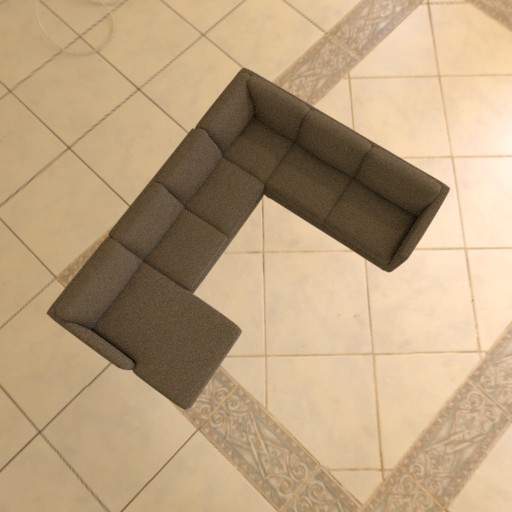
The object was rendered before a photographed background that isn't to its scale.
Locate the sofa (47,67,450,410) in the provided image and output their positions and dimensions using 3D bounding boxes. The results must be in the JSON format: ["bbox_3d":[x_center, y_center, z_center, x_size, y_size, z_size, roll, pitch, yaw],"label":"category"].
[{"bbox_3d":[0.000,0.000,4.489,2.551,0.853,3.238,33,78,8],"label":"sofa"}]
